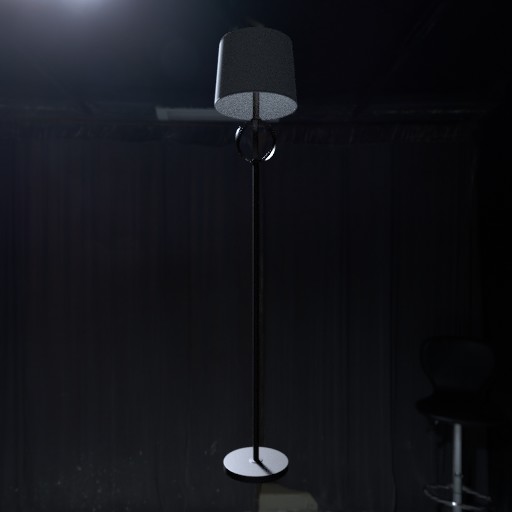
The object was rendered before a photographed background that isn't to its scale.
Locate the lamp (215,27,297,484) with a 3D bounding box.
[{"bbox_3d":[0.000,0.000,1.537,0.286,1.462,0.286,0,0,0],"label":"lamp"}]
